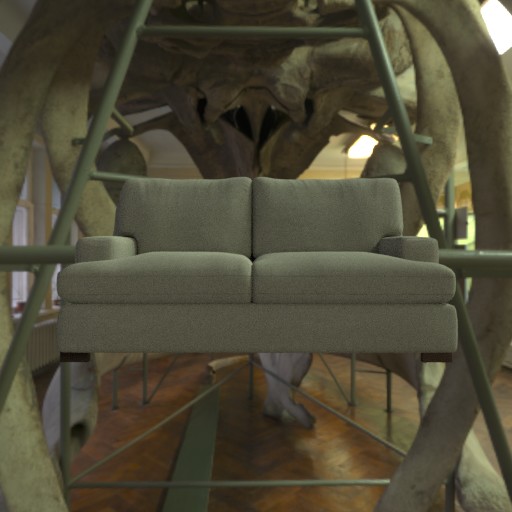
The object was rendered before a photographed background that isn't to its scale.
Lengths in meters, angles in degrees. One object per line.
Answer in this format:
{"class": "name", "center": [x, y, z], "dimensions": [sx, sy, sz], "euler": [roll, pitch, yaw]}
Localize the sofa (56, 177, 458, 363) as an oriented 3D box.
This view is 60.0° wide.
{"class": "sofa", "center": [0.000, 0.000, 2.445], "dimensions": [1.855, 0.980, 0.962], "euler": [0, 0, 0]}
